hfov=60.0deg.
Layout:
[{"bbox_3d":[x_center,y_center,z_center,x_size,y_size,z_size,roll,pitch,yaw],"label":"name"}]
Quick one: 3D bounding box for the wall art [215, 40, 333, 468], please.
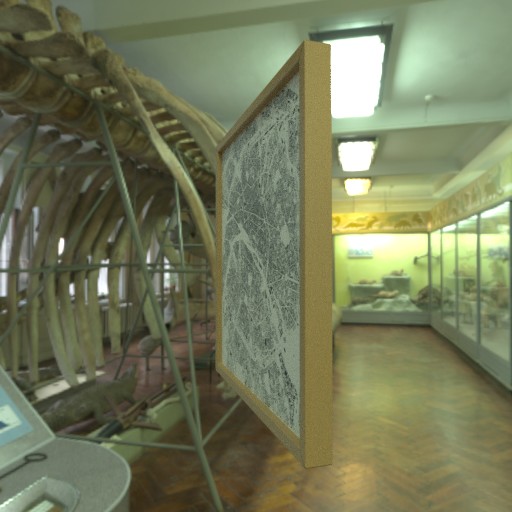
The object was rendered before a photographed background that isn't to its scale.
[{"bbox_3d":[0.000,0.000,0.773,0.036,0.509,0.509,0,-1,-17],"label":"wall art"}]
